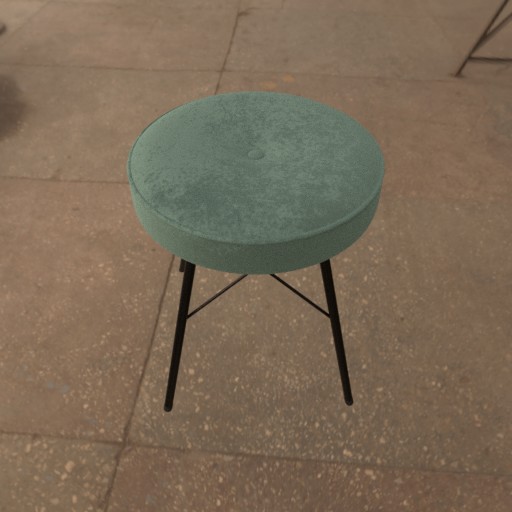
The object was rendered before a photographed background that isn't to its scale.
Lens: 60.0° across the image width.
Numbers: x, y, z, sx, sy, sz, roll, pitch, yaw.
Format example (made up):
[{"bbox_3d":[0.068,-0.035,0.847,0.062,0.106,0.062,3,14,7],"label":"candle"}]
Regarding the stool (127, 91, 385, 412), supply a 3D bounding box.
[{"bbox_3d":[0.000,0.000,0.886,0.457,0.519,0.458,5,47,4],"label":"stool"}]
